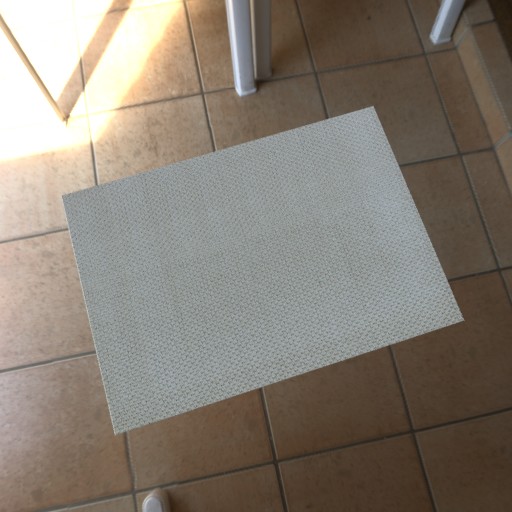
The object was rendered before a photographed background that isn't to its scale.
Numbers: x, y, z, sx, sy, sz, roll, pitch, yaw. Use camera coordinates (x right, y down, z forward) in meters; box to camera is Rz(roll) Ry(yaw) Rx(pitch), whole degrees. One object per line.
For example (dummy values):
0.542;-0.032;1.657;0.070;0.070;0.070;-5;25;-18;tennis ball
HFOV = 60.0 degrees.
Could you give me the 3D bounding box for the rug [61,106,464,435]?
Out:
0.000;0.000;2.748;2.144;0.013;1.509;-17;77;-4;rug
